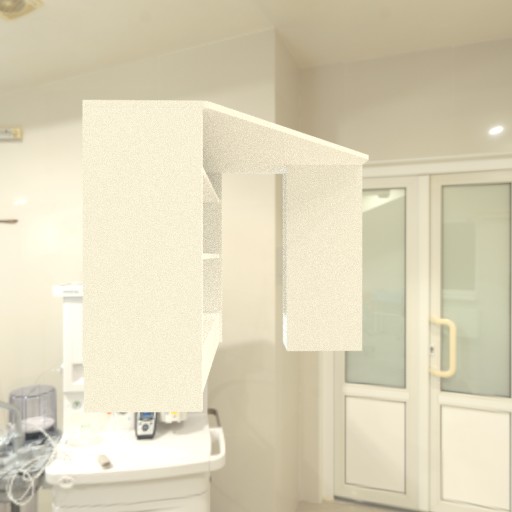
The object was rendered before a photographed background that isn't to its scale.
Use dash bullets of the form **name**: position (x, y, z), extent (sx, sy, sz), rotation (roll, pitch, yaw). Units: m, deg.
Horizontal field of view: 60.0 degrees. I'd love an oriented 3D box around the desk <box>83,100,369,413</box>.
- **desk**: position (0.000, 0.000, 1.638), extent (0.926, 0.818, 0.940), rotation (0, 0, -1)
